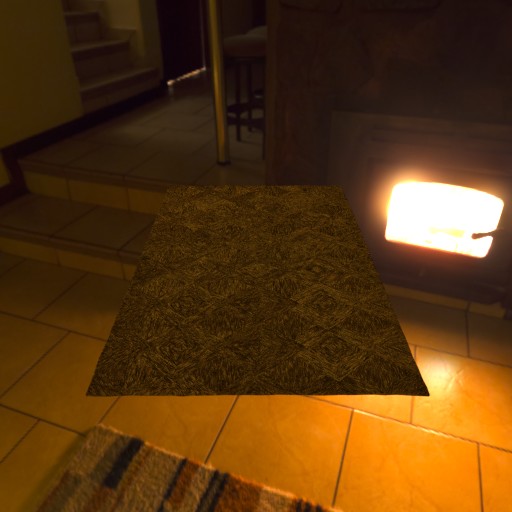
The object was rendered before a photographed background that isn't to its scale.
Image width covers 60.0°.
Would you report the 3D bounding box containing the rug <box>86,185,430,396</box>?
[{"bbox_3d":[0.000,0.000,2.279,1.189,0.011,1.808,0,32,0],"label":"rug"}]
